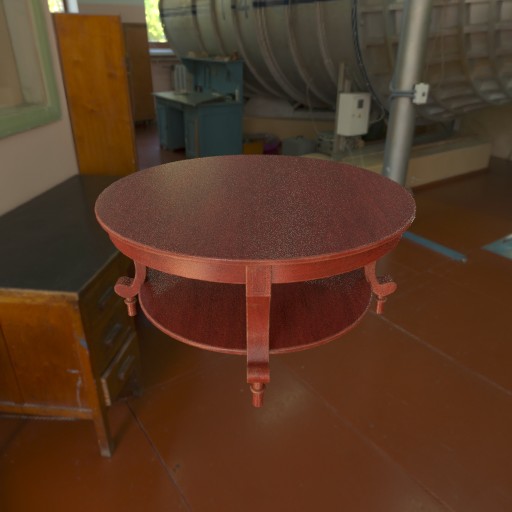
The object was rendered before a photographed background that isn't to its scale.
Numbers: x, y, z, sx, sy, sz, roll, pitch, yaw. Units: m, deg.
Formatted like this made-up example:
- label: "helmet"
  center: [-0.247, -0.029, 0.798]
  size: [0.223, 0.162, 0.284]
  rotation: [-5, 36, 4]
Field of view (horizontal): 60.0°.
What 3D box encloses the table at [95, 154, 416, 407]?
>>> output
- label: "table"
  center: [0.000, 0.000, 1.590]
  size: [1.029, 0.486, 1.029]
  rotation: [0, 26, 0]
